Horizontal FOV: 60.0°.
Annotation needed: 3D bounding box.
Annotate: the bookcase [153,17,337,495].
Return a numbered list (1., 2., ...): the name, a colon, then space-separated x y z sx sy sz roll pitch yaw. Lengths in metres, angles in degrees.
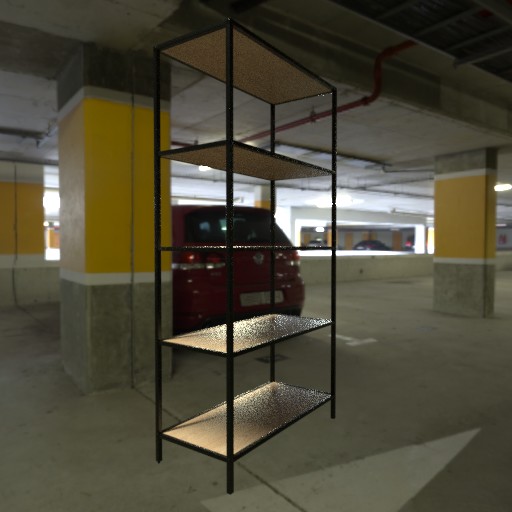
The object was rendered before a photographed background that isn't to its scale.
1. bookcase: 0.000 0.000 1.805 0.350 1.500 0.770 1 2 36
